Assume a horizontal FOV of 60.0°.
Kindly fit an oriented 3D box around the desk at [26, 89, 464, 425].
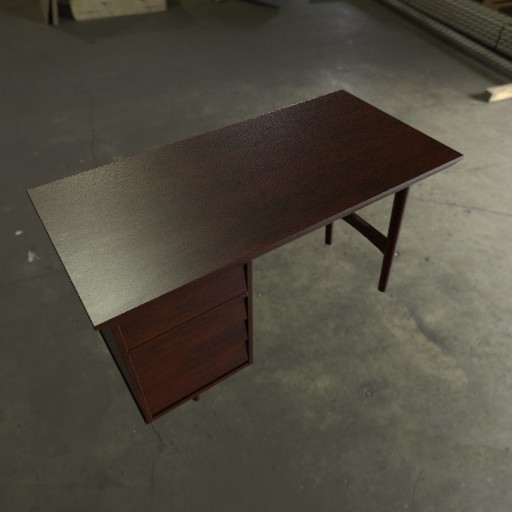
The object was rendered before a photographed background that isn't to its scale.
[{"bbox_3d":[0.000,0.000,1.686,1.277,0.758,0.612,-25,50,-23],"label":"desk"}]
